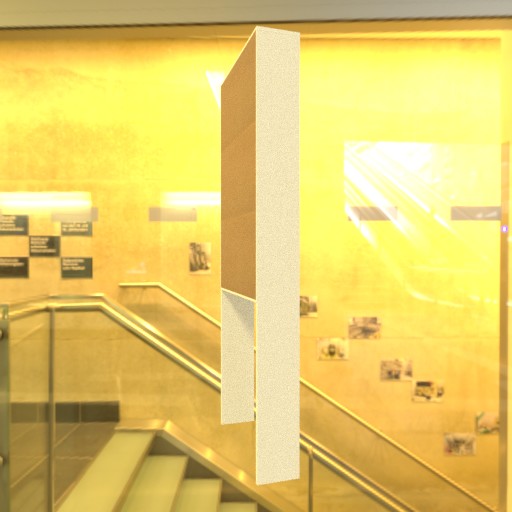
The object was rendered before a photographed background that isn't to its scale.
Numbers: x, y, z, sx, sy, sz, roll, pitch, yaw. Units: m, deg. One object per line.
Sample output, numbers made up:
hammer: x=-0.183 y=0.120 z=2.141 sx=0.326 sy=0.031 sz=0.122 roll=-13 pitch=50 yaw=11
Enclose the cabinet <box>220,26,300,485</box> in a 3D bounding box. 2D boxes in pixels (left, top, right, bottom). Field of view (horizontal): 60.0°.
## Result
cabinet: x=0.000 y=0.000 z=2.042 sx=0.192 sy=1.770 sz=0.643 roll=0 pitch=1 yaw=-17
